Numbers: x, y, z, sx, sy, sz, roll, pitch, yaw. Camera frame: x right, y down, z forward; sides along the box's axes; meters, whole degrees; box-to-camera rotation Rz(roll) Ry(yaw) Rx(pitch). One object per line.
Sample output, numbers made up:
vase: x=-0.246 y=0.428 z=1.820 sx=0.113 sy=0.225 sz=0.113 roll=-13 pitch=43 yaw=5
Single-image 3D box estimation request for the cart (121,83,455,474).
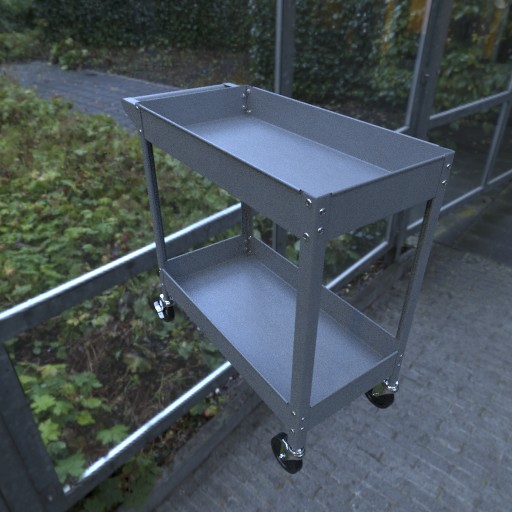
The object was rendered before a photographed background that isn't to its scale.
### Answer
cart: x=0.000 y=0.000 z=1.166 sx=0.366 sy=0.719 sz=0.779 roll=-21 pitch=38 yaw=-29
